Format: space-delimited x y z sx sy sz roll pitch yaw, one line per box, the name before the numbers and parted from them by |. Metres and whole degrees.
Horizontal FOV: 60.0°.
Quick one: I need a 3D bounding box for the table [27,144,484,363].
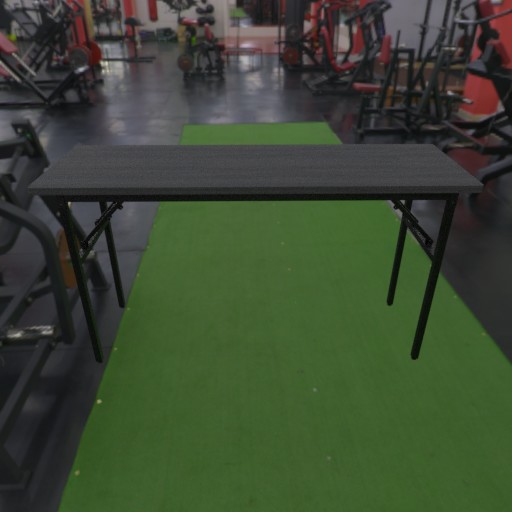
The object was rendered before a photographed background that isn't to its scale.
table | 0.000 0.000 1.733 1.399 0.750 0.449 0 30 -1
